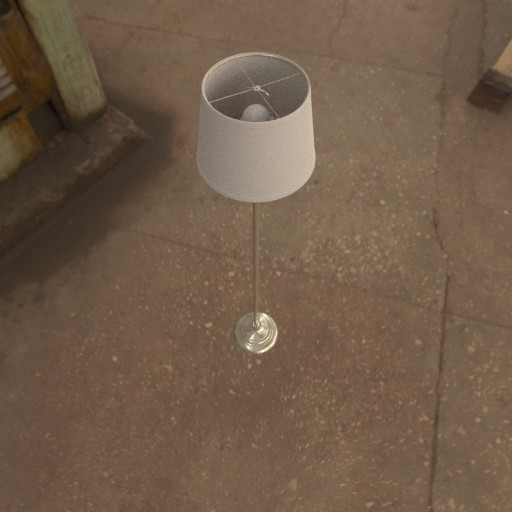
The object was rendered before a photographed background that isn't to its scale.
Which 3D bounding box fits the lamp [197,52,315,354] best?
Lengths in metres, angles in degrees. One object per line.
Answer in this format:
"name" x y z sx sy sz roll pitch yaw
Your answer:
"lamp" 0.000 0.000 1.669 0.327 1.506 0.327 16 60 10
